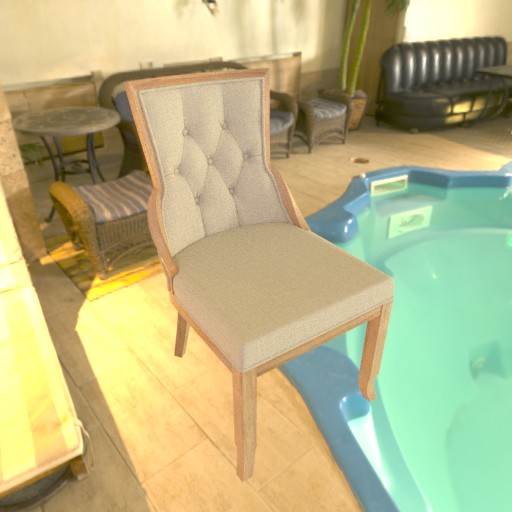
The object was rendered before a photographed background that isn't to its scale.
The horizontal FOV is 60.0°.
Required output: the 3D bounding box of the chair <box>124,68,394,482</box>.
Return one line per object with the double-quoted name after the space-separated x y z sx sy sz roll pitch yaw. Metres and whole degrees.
0.000 0.000 1.318 0.524 0.947 0.641 -19 36 -29 "chair"
